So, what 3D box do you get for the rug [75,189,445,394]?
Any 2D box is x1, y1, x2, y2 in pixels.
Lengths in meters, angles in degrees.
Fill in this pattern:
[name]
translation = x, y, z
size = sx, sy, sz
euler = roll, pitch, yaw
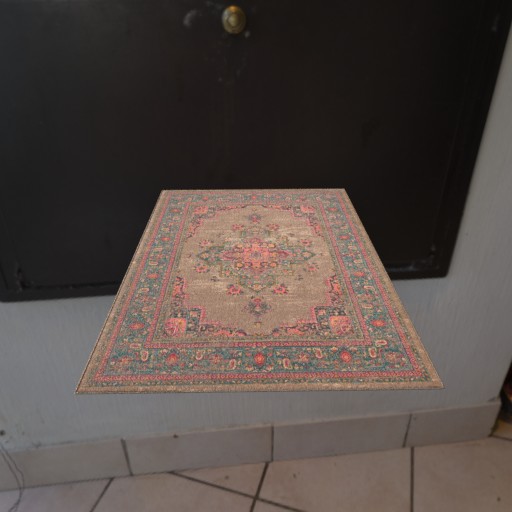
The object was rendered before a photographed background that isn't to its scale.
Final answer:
[rug]
translation = 0.000, 0.000, 3.634
size = 2.005, 0.013, 2.890
euler = -1, 30, -1
